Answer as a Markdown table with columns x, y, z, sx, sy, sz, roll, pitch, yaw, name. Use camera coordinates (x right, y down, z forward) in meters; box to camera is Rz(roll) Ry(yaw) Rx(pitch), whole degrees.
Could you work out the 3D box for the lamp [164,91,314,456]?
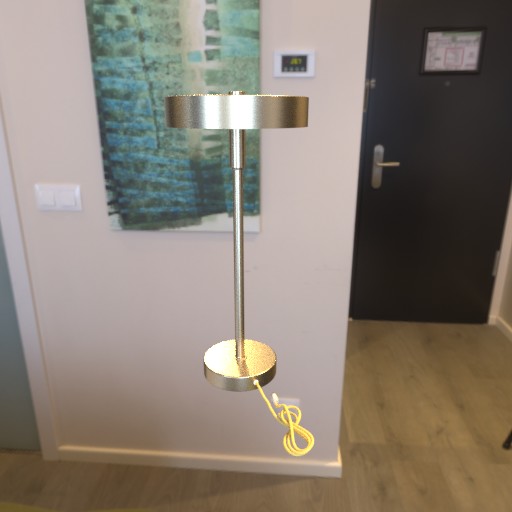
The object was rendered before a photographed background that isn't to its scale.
| x | y | z | sx | sy | sz | roll | pitch | yaw | name |
| --- | --- | --- | --- | --- | --- | --- | --- | --- | --- |
| 0.000 | 0.000 | 0.722 | 0.229 | 0.508 | 0.369 | -8 | 20 | -24 | lamp |
